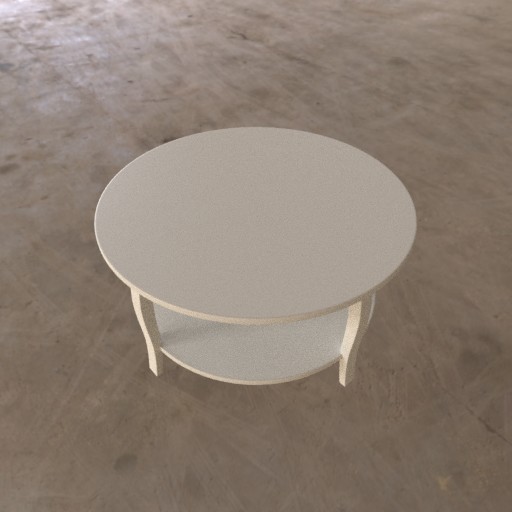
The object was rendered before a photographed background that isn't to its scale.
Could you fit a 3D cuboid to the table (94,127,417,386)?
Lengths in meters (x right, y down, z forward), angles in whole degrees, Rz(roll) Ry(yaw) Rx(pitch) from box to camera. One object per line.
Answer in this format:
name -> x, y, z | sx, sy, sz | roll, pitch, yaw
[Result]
table -> 0.000, 0.000, 1.445 | 0.910, 0.457, 0.910 | 0, 42, 0
